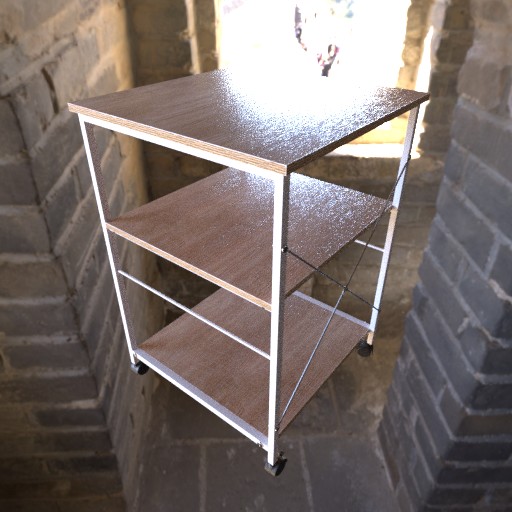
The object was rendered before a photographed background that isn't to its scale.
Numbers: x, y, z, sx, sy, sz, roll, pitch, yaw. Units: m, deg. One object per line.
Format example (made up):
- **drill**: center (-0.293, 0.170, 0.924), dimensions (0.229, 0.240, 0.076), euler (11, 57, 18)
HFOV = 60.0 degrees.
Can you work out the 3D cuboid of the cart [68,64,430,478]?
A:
- **cart**: center (0.000, 0.000, 1.101), dimensions (0.520, 0.762, 0.521), euler (24, 40, 32)
